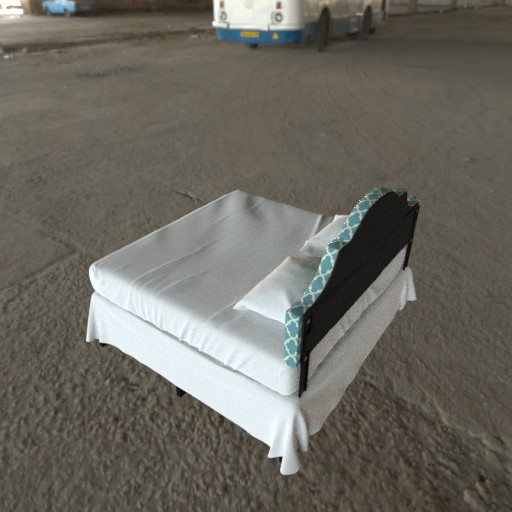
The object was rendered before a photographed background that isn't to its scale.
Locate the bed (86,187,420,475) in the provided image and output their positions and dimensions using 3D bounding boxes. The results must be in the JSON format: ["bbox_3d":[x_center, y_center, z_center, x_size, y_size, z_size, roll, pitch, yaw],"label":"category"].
[{"bbox_3d":[0.000,0.000,3.751,2.222,1.601,2.314,21,37,30],"label":"bed"}]
